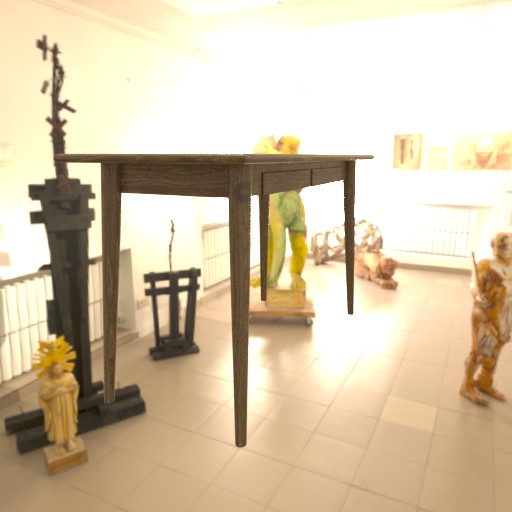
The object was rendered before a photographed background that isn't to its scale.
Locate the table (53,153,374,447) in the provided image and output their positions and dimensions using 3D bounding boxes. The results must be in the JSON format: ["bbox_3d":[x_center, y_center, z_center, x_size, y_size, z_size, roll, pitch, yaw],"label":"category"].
[{"bbox_3d":[0.000,0.000,1.742,0.599,0.780,1.300,6,14,26],"label":"table"}]
